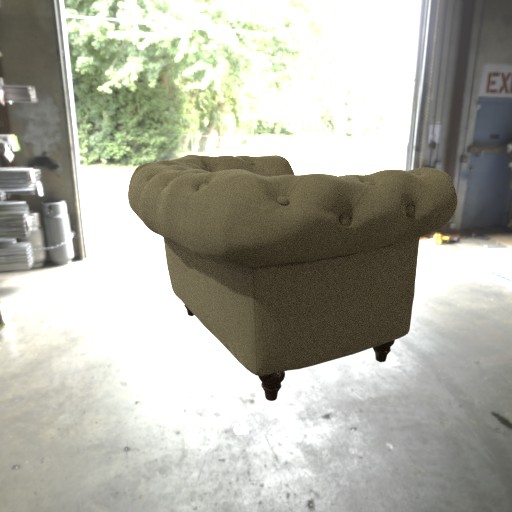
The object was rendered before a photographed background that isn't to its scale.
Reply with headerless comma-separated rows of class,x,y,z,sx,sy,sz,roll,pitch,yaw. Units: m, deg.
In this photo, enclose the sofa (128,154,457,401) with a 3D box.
sofa,0.000,0.000,2.072,1.034,0.878,1.405,-8,18,-27
